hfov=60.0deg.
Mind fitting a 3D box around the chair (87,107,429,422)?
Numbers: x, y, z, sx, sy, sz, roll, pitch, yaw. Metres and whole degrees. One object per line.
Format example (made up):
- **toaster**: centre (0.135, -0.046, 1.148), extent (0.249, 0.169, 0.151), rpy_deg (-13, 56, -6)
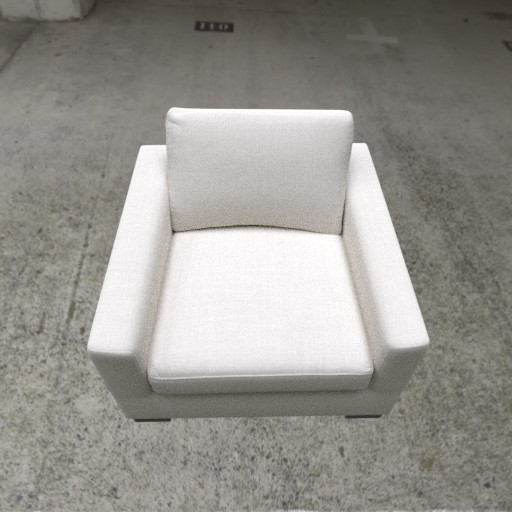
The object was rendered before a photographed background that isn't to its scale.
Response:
- **chair**: centre (0.000, 0.000, 1.835), extent (1.070, 0.876, 1.100), rpy_deg (-1, 48, -1)
